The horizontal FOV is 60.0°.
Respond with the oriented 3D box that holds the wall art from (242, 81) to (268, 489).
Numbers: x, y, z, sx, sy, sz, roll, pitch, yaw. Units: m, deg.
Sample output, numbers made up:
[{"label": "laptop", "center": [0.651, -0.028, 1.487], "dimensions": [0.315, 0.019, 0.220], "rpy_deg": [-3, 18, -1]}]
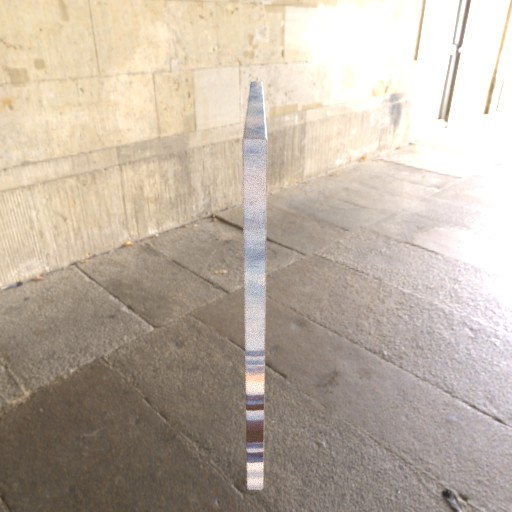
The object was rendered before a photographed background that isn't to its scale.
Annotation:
[{"label": "wall art", "center": [0.000, 0.000, 1.113], "dimensions": [0.035, 0.747, 0.747], "rpy_deg": [0, 27, 0]}]
